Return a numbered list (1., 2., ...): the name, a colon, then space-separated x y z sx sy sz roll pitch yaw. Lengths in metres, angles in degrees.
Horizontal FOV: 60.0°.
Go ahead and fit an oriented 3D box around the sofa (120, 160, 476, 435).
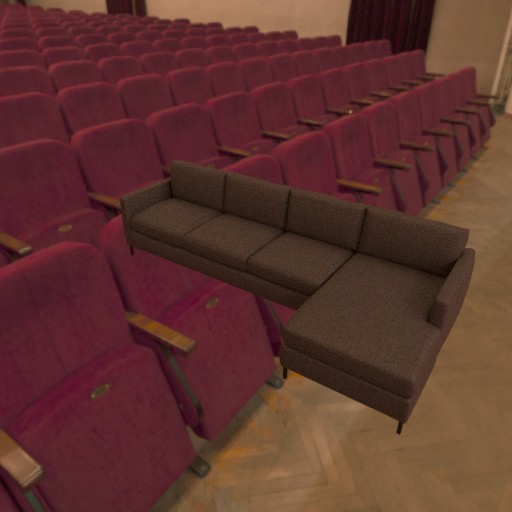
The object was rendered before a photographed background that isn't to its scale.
1. sofa: 0.000 0.000 3.803 3.221 0.892 1.483 19 34 30
